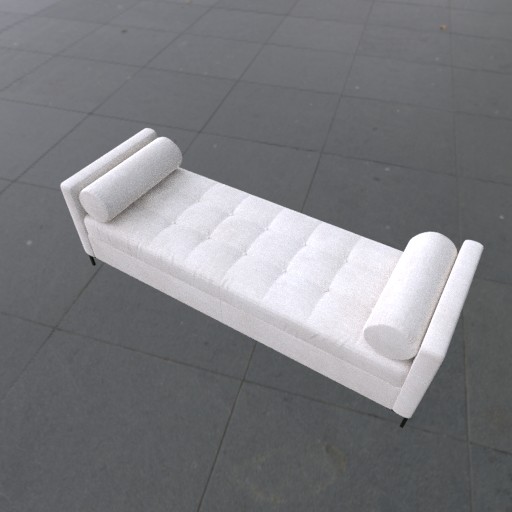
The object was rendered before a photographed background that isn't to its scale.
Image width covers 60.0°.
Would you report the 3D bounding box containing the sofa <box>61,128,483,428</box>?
[{"bbox_3d":[0.000,0.000,2.347,1.981,0.635,0.686,23,50,21],"label":"sofa"}]
